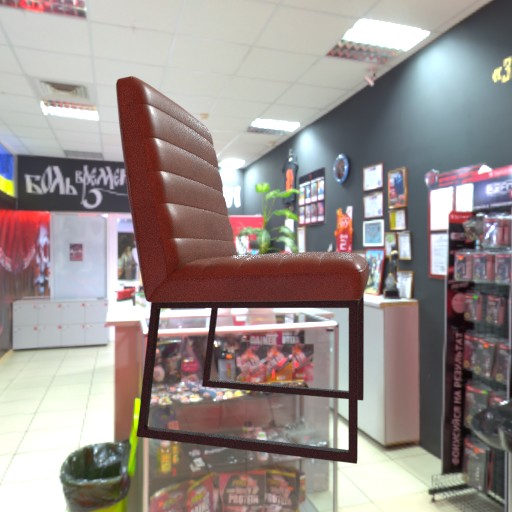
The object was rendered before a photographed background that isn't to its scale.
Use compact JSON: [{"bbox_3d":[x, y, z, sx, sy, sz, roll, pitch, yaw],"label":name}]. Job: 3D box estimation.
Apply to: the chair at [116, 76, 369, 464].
[{"bbox_3d":[0.000,0.000,1.293,0.634,0.930,0.520,0,0,15],"label":"chair"}]
